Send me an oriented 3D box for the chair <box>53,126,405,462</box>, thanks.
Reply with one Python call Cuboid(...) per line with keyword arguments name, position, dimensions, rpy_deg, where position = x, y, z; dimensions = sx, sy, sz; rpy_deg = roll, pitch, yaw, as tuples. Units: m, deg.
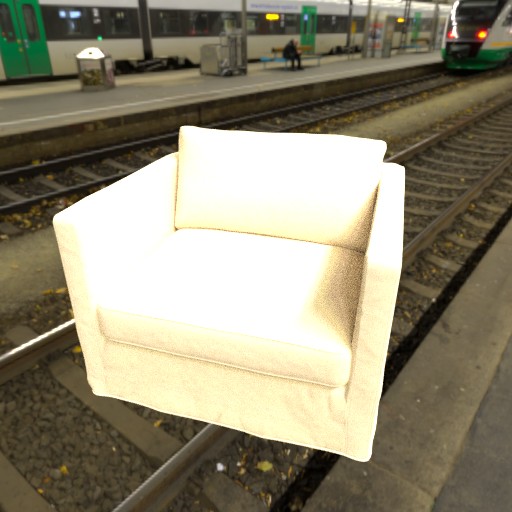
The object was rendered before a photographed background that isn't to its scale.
Cuboid(name="chair", position=(0.000, 0.000, 1.717), dimensions=(1.057, 0.851, 0.947), rpy_deg=(8, 28, 15))
